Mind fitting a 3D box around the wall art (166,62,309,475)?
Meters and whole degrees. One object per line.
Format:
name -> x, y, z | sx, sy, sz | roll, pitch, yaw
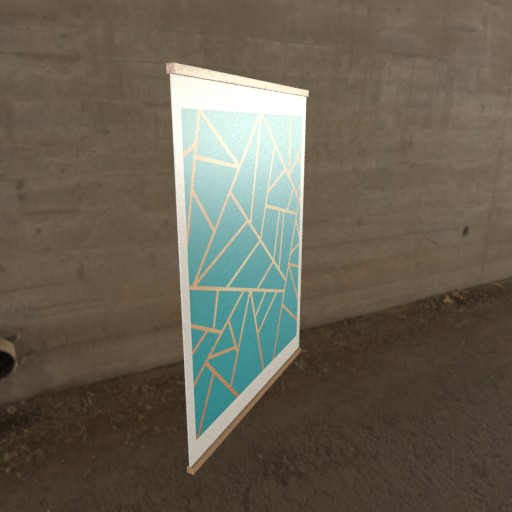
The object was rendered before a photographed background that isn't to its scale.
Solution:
wall art -> 0.000, 0.000, 0.822 | 0.012, 0.608, 0.459 | 8, 18, 26
